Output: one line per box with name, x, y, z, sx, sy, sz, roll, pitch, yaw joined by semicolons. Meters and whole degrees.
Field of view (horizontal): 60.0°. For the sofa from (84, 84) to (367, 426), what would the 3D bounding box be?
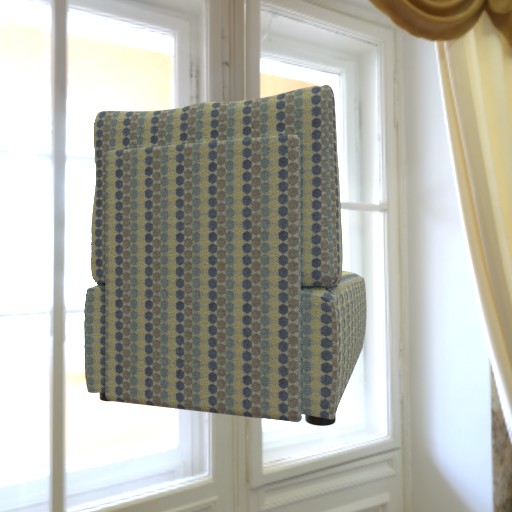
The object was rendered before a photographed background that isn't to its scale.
sofa;0.000;0.000;1.579;0.700;0.820;1.000;0;-1;18
